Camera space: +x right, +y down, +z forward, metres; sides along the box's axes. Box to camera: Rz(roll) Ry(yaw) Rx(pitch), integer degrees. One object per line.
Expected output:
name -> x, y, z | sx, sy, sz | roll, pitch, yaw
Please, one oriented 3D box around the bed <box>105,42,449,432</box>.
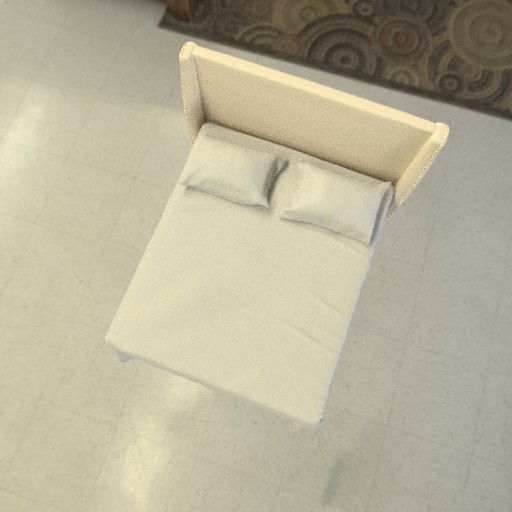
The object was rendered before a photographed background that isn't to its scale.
bed -> 0.000, 0.000, 3.366 | 1.925, 1.332, 2.276 | 20, 76, 5
